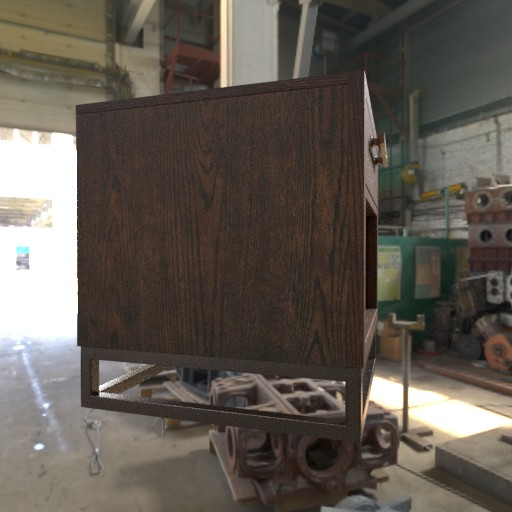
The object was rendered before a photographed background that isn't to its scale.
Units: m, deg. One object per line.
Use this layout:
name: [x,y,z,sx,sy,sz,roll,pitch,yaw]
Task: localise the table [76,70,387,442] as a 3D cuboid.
table: [0.000,0.000,1.006,0.566,0.582,0.506,0,1,18]
